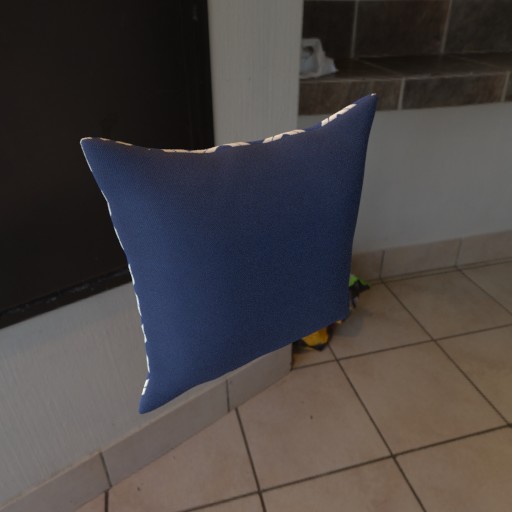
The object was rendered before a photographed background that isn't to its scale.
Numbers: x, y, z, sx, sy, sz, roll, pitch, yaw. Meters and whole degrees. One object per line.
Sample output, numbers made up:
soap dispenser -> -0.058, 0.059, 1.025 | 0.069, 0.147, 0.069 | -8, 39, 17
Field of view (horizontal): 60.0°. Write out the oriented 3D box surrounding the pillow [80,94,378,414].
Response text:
pillow -> 0.000, 0.000, 0.776 | 0.504, 0.494, 0.188 | -19, 36, -28
